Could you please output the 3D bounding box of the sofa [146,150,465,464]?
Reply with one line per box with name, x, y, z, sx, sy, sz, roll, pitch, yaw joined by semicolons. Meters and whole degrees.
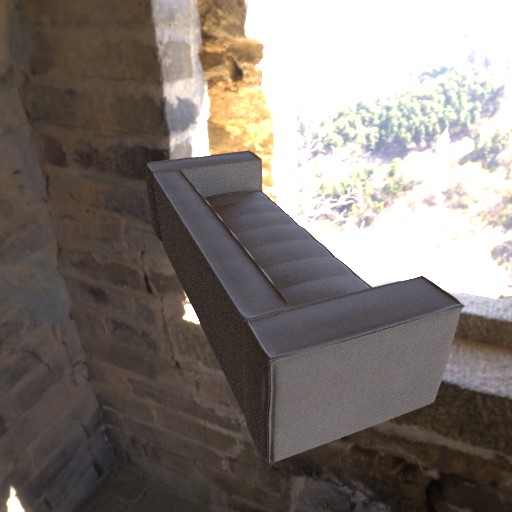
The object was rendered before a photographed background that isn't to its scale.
sofa;0.000;0.000;3.074;1.038;0.680;2.697;-11;32;-19
